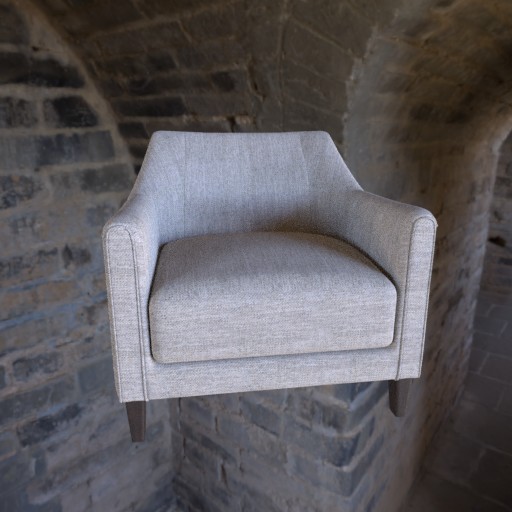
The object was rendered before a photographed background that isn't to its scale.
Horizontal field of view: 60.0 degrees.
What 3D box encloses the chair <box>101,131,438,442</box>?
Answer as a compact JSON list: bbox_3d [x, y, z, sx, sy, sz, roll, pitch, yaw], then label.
[{"bbox_3d":[0.000,0.000,1.400,0.796,0.761,0.758,-2,16,-8],"label":"chair"}]
